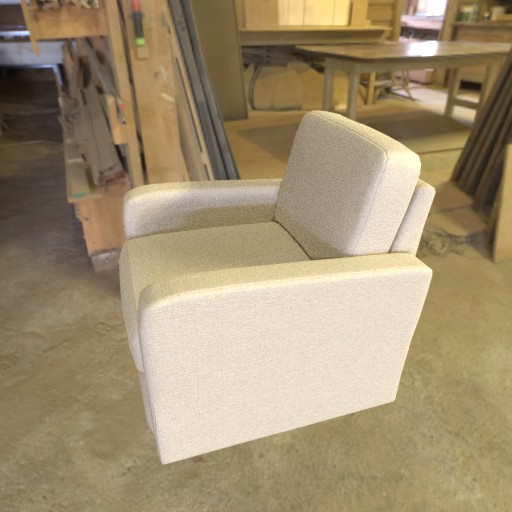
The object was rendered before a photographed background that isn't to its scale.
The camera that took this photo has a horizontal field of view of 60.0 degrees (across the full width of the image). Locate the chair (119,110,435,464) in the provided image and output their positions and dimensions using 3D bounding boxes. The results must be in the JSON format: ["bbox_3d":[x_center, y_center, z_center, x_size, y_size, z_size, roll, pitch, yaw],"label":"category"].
[{"bbox_3d":[0.000,0.000,1.477,0.888,0.827,0.755,-9,31,-15],"label":"chair"}]
